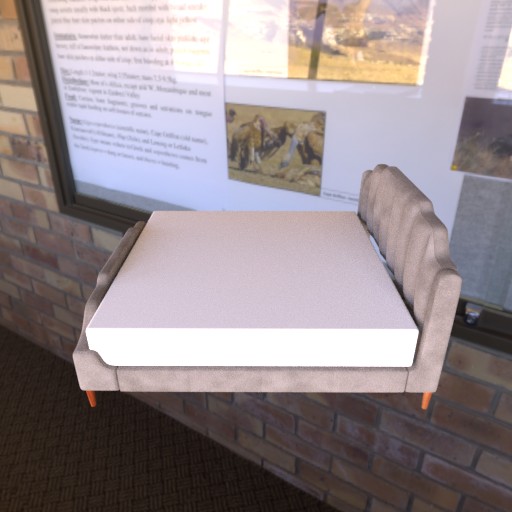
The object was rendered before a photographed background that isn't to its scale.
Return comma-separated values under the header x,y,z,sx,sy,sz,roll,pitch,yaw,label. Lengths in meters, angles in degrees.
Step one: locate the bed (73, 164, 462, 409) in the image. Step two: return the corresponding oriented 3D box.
x,y,z,sx,sy,sz,roll,pitch,yaw,label
0.000,0.000,3.573,2.340,1.245,2.074,0,27,0,bed
